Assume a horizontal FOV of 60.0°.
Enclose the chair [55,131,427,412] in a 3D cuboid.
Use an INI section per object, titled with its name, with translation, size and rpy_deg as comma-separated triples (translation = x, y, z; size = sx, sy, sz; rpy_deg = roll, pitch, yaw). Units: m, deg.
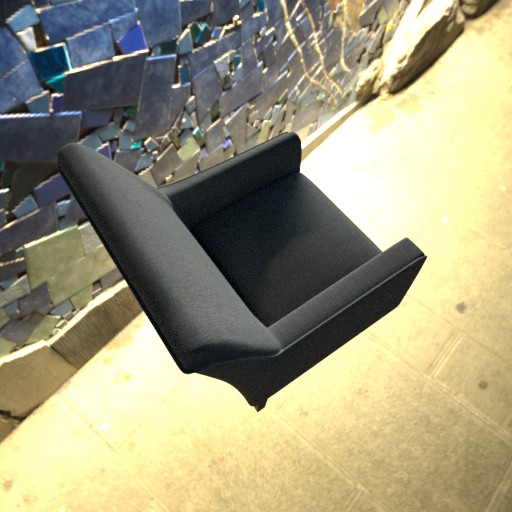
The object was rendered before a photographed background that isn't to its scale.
[chair]
translation = 0.000, 0.000, 1.597
size = 0.899, 0.919, 0.780
rpy_deg = -30, 62, -18
